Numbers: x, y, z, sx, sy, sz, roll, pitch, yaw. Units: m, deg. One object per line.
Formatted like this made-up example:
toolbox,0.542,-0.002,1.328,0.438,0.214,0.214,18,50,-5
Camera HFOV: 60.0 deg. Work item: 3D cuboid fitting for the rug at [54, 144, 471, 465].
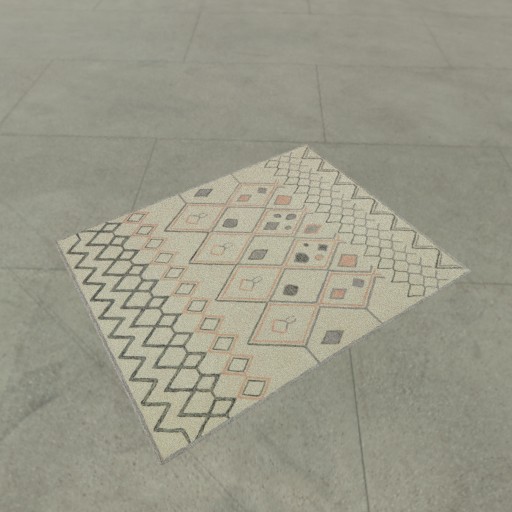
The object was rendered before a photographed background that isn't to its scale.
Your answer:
rug,0.000,0.000,4.126,3.050,0.016,2.441,-25,52,-22
